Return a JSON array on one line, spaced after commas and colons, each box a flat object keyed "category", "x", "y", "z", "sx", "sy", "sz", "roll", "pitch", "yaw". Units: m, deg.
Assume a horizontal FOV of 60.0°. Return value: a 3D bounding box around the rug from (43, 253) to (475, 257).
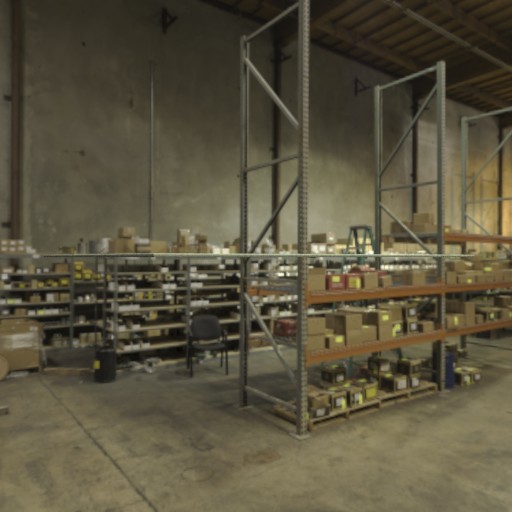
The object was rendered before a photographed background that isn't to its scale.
[{"category": "rug", "x": 0.000, "y": 0.000, "z": 3.987, "sx": 3.039, "sy": 0.019, "sz": 2.420, "roll": 0, "pitch": 0, "yaw": -37}]
